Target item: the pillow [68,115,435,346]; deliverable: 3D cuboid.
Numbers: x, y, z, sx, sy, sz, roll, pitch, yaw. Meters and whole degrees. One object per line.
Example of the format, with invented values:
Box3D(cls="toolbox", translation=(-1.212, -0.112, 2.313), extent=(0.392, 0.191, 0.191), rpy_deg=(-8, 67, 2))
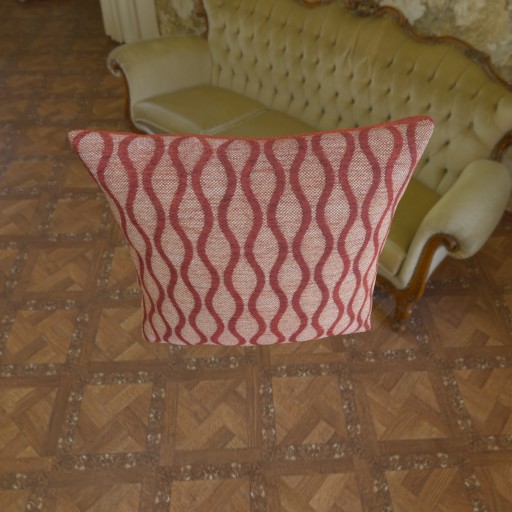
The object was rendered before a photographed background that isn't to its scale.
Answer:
Box3D(cls="pillow", translation=(0.000, 0.000, 0.663), extent=(0.429, 0.434, 0.159), rpy_deg=(-3, 47, -3))
